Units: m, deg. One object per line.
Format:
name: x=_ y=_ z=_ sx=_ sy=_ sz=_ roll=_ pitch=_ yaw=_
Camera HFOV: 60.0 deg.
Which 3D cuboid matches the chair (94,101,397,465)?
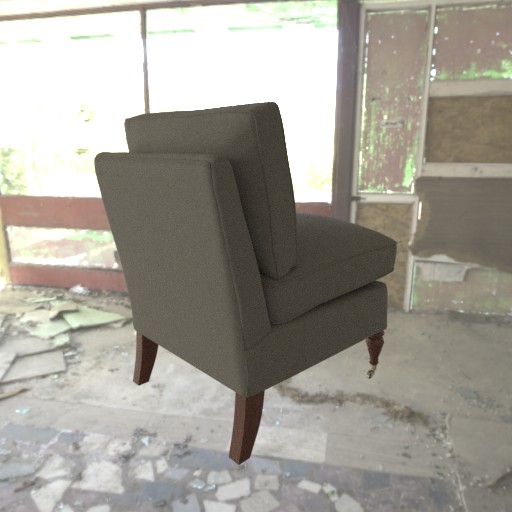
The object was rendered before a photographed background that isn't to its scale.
chair: x=0.000 y=0.000 z=1.686 sx=0.924 sy=1.045 sz=0.724 roll=-13 pitch=19 yaw=-41
